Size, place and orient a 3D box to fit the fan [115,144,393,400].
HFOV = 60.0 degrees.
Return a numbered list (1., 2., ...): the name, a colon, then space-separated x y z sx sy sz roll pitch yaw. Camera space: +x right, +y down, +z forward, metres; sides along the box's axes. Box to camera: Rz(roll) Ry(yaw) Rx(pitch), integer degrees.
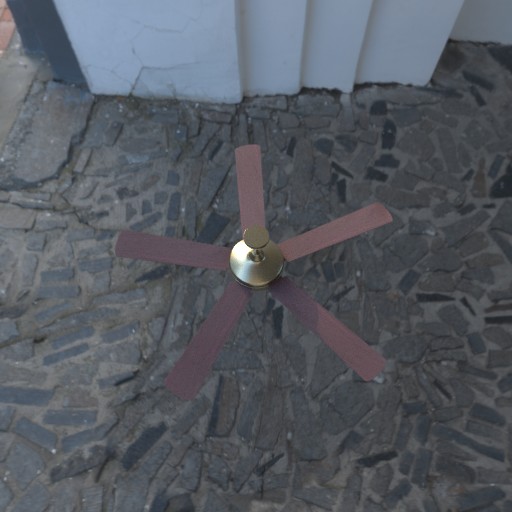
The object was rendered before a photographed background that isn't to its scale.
1. fan: 0.000 0.000 1.967 1.321 0.356 1.321 18 64 9
